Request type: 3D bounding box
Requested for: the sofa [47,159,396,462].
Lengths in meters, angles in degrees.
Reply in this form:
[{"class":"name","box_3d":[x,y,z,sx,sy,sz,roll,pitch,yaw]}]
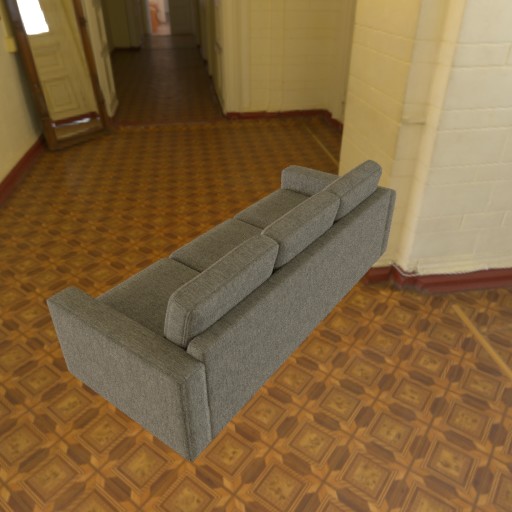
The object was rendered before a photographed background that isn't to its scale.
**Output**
[{"class":"sofa","box_3d":[0.000,0.000,2.664,0.900,0.800,2.160,21,38,30]}]
